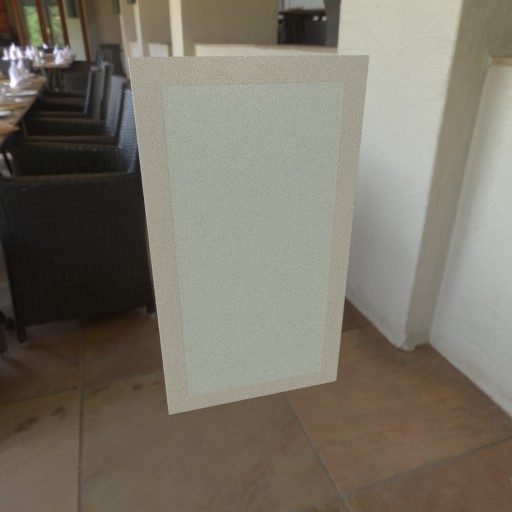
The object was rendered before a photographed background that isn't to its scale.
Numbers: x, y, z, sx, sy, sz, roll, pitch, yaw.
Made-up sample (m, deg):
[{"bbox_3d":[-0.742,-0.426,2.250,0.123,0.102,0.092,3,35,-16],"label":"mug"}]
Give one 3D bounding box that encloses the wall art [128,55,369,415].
[{"bbox_3d":[0.000,0.000,0.830,0.380,0.683,0.013,-7,27,-14],"label":"wall art"}]
